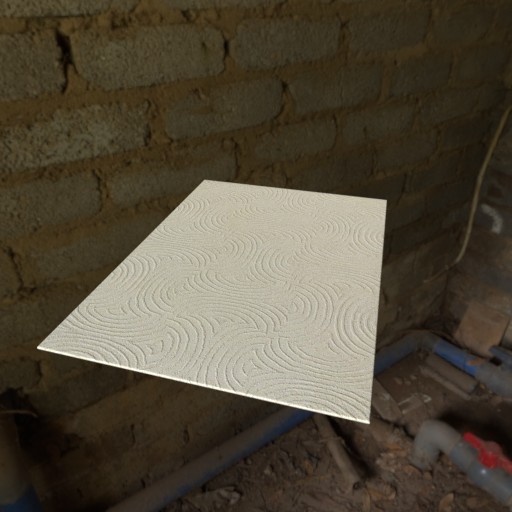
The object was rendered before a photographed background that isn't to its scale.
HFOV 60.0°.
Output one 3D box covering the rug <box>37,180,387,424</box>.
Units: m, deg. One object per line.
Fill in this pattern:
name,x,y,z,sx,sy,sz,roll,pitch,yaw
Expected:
rug,0.000,0.000,2.768,1.526,0.015,2.132,9,33,13
